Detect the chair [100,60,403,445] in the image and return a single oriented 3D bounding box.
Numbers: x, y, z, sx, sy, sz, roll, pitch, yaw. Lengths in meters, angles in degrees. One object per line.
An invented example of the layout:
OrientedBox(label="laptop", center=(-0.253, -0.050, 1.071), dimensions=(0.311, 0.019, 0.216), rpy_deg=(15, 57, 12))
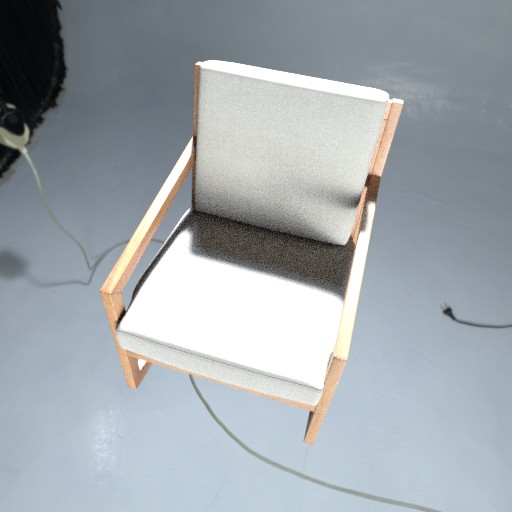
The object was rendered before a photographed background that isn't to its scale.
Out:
OrientedBox(label="chair", center=(0.000, 0.000, 1.370), dimensions=(0.622, 0.790, 0.857), rpy_deg=(14, 59, 9))
